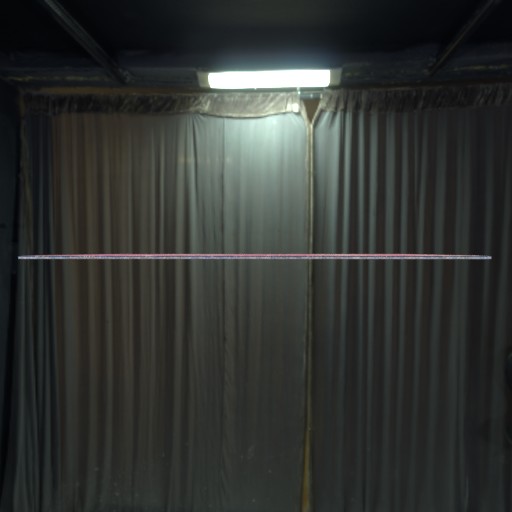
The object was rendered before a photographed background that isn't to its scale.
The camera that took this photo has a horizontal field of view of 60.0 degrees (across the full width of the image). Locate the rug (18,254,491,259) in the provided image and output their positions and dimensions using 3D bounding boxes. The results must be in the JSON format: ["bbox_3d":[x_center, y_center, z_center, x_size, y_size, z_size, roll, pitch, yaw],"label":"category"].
[{"bbox_3d":[0.000,0.000,3.040,2.449,0.018,1.539,0,1,2],"label":"rug"}]
